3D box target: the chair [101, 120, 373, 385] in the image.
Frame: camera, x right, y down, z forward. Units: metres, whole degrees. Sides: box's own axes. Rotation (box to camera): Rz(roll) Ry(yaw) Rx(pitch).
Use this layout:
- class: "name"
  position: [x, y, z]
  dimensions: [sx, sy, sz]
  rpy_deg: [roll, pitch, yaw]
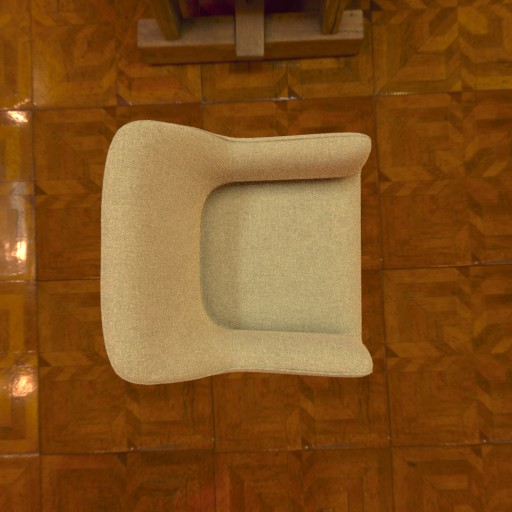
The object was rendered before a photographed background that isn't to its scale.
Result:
- class: "chair"
  position: [0.000, 0.000, 1.269]
  dimensions: [0.610, 0.813, 0.610]
  rpy_deg: [0, 88, 1]
